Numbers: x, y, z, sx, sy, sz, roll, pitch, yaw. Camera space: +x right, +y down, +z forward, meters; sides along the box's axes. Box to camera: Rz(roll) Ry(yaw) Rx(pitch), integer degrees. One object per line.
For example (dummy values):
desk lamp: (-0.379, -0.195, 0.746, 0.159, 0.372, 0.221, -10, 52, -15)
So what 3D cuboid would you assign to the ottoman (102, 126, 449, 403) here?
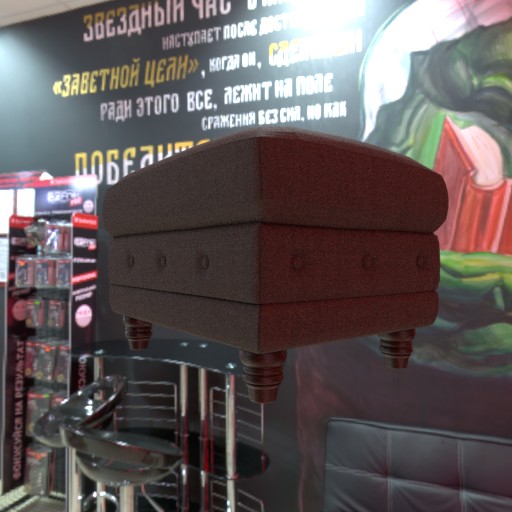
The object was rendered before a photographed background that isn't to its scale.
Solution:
ottoman: (0.000, 0.000, 1.215, 0.599, 0.555, 0.809, 0, 0, -37)
